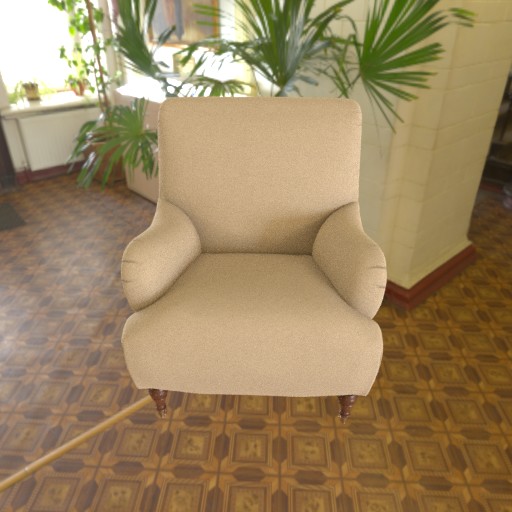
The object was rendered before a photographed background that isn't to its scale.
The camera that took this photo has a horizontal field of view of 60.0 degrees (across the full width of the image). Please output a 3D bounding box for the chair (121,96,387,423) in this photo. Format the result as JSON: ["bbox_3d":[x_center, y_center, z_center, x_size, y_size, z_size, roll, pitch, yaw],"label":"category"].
[{"bbox_3d":[0.000,0.000,1.539,0.766,0.942,0.842,1,30,2],"label":"chair"}]
